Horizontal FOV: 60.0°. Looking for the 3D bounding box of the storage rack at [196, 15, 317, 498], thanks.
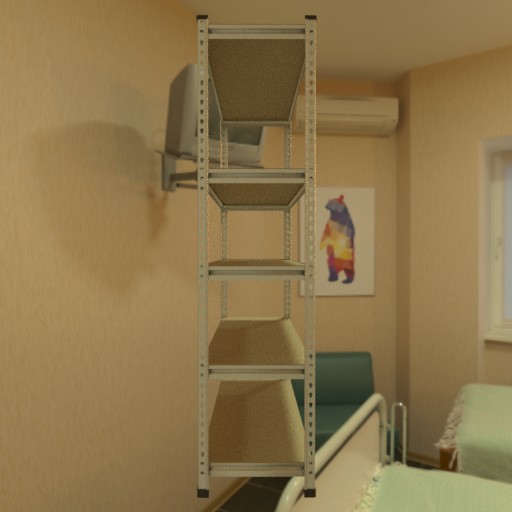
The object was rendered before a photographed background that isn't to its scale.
[{"bbox_3d":[0.000,0.000,2.287,0.457,1.829,1.219,0,1,0],"label":"storage rack"}]
